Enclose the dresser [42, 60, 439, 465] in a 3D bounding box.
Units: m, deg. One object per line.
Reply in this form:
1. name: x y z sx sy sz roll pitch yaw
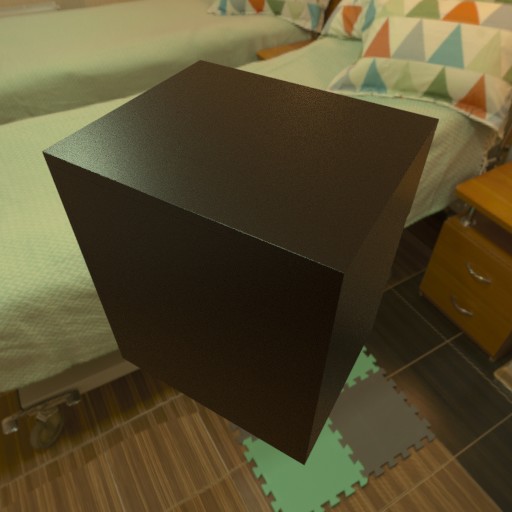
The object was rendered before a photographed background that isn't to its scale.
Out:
1. dresser: 0.000 0.000 0.750 0.400 0.470 0.360 23 49 21
